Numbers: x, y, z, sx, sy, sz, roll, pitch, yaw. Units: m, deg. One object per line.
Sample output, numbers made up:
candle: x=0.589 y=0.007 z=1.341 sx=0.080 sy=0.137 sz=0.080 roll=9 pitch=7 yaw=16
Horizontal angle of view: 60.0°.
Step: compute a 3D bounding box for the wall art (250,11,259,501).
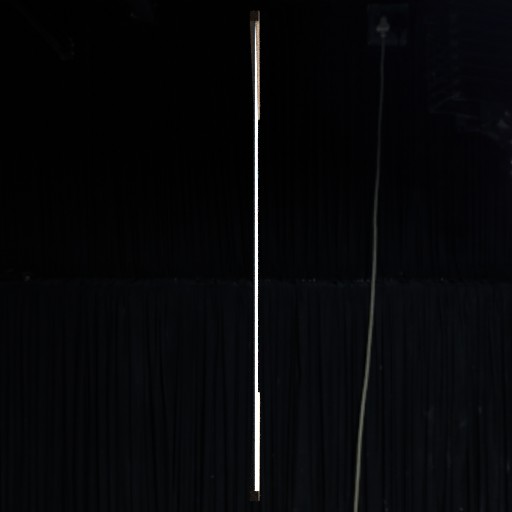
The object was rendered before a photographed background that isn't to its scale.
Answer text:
wall art: x=0.000 y=0.000 z=1.886 sx=0.028 sy=1.533 sz=0.999 roll=0 pitch=0 yaw=1
